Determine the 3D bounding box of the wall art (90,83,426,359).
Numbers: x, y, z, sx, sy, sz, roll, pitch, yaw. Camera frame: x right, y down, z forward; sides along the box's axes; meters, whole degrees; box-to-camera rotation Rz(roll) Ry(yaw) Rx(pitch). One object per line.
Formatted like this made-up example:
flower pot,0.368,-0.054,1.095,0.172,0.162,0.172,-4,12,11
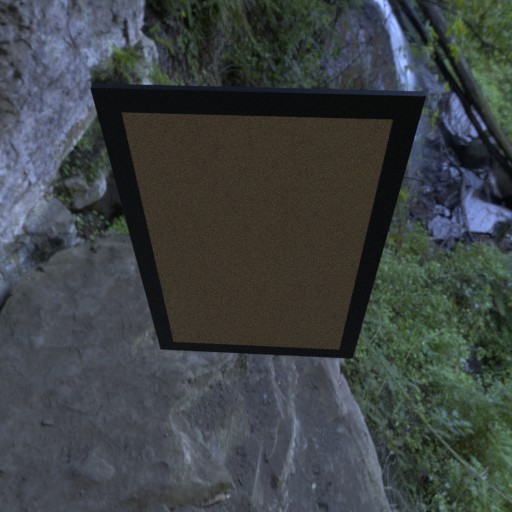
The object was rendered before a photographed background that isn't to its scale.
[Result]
wall art,0.000,0.000,0.693,0.381,0.534,0.013,2,45,2
